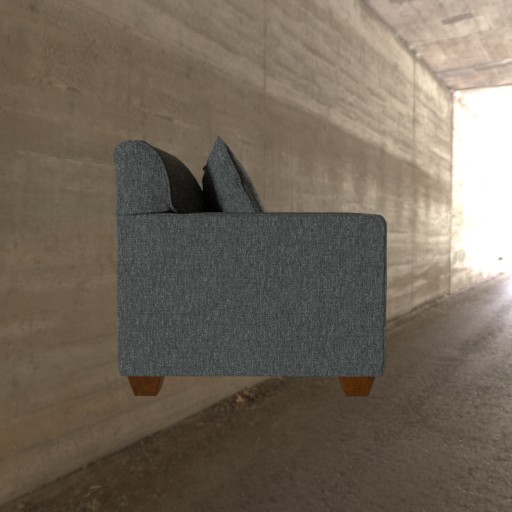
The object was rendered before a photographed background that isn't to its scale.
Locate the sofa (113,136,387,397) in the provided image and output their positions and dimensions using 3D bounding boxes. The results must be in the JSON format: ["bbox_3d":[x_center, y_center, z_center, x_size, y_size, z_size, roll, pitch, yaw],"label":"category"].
[{"bbox_3d":[0.000,0.000,2.458,0.998,0.958,1.846,0,2,0],"label":"sofa"}]
